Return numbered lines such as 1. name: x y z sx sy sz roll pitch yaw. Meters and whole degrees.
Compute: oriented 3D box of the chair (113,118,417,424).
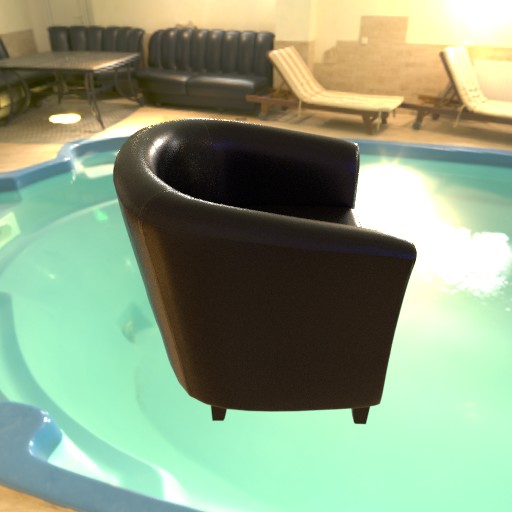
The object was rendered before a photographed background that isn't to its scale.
1. chair: 0.000 0.000 1.396 0.727 0.756 0.793 1 31 1
